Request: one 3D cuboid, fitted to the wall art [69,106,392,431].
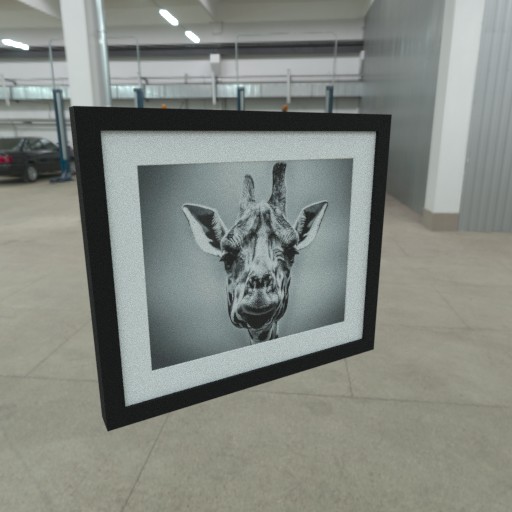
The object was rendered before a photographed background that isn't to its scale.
[{"bbox_3d":[0.000,0.000,0.532,0.381,0.330,0.031,-9,18,-28],"label":"wall art"}]
